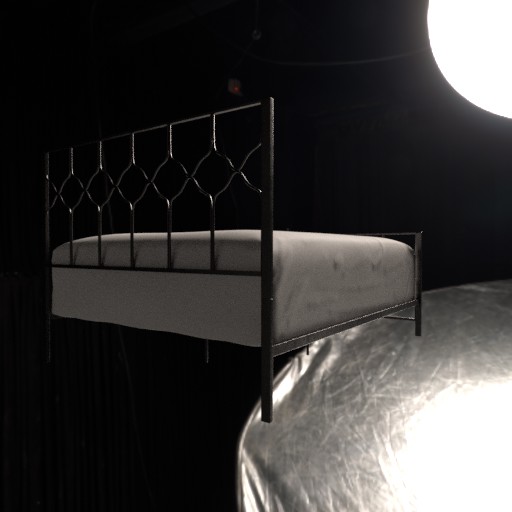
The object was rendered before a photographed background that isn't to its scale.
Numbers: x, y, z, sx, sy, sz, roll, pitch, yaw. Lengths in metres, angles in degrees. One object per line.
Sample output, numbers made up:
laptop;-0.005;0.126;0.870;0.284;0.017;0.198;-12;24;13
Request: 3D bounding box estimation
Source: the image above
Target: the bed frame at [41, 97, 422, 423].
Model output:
bed frame;0.000;0.000;2.960;1.597;1.222;2.063;1;1;35
